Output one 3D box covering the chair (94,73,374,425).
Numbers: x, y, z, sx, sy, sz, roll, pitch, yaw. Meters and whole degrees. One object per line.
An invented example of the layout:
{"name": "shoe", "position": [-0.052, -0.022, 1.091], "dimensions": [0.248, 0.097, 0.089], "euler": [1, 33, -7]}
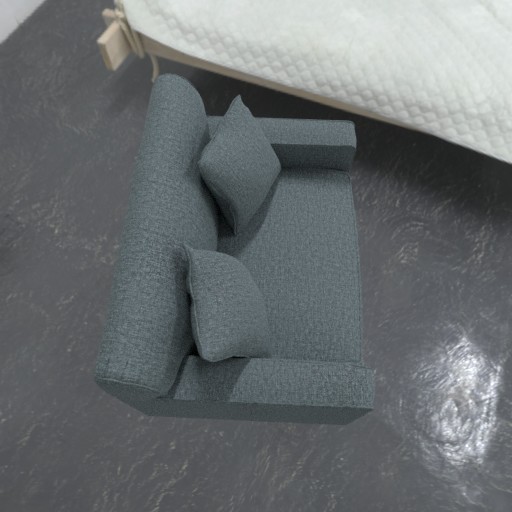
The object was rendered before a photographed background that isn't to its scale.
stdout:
{"name": "chair", "position": [0.000, 0.000, 2.058], "dimensions": [1.000, 0.948, 1.383], "euler": [2, 64, 1]}
